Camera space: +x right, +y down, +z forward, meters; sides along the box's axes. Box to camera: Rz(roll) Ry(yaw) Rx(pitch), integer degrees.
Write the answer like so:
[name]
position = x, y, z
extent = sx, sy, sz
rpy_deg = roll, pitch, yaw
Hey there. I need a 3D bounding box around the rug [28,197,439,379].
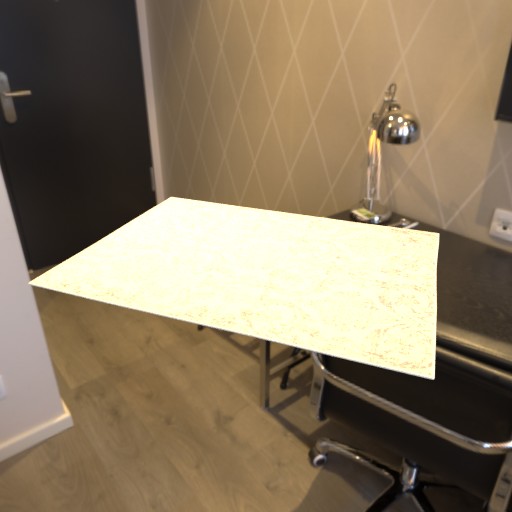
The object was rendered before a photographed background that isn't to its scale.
[rug]
position = 0.000, 0.000, 2.864
extent = 2.202, 0.014, 1.598
rpy_deg = 10, 28, 19
